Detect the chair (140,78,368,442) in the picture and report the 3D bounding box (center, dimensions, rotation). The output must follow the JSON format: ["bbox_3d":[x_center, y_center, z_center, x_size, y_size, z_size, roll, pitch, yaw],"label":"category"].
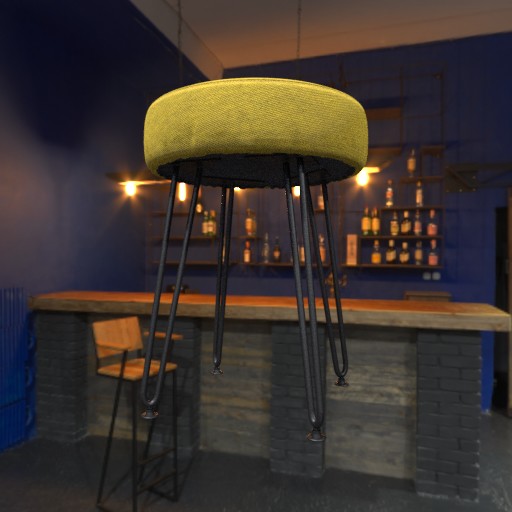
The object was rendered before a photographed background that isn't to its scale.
[{"bbox_3d":[0.000,0.000,0.705,0.345,0.455,0.345,0,0,18],"label":"chair"}]
